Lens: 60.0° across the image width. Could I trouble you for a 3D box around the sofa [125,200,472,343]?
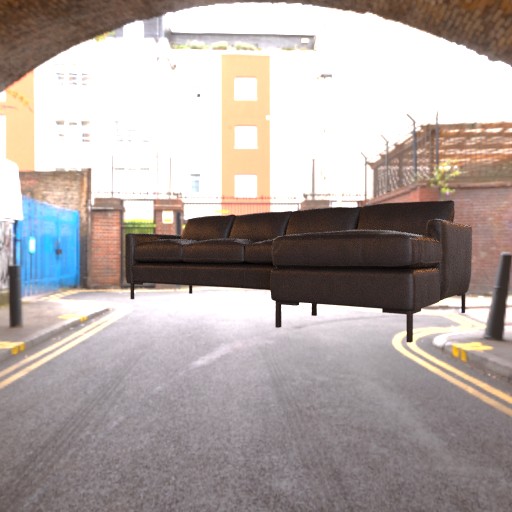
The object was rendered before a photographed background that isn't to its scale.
[{"bbox_3d":[0.000,0.000,3.622,2.993,0.859,1.471,0,0,36],"label":"sofa"}]
